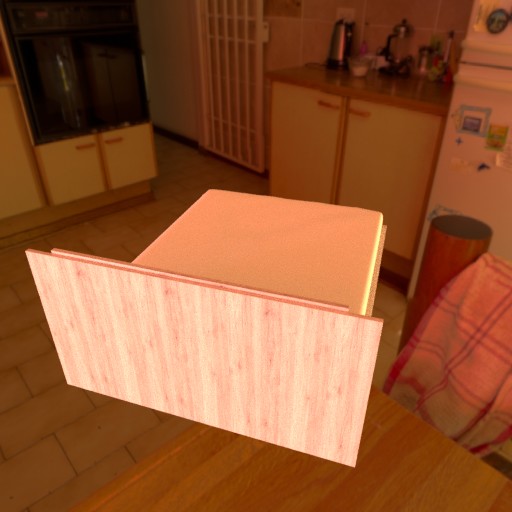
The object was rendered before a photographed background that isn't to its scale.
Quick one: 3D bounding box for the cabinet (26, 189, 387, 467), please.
[{"bbox_3d":[0.000,0.000,3.077,1.750,0.970,2.080,10,33,16],"label":"cabinet"}]
